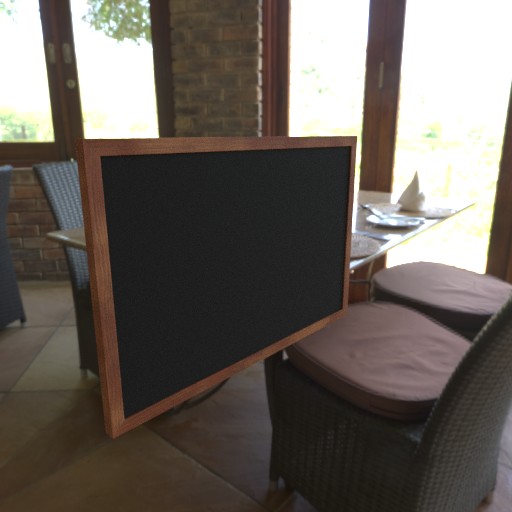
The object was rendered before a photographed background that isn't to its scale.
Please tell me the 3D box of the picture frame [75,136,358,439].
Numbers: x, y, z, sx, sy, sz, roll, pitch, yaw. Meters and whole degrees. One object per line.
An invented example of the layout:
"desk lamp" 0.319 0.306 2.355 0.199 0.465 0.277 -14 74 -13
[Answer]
"picture frame" 0.000 0.000 1.233 0.029 0.640 0.950 14 21 41
